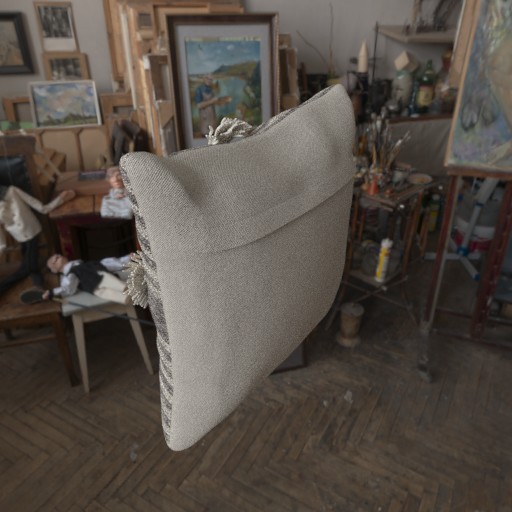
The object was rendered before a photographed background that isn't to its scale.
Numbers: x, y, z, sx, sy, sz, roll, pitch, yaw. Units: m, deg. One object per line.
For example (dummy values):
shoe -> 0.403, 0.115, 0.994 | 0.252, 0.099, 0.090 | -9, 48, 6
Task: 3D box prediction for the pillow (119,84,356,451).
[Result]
pillow -> 0.000, 0.000, 0.753 | 0.234, 0.490, 0.484 | 21, 37, 31
